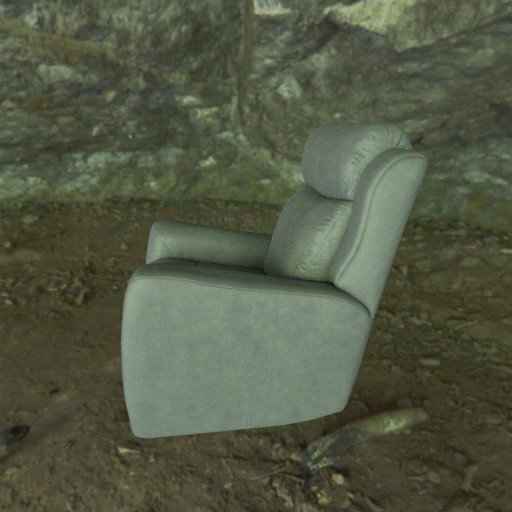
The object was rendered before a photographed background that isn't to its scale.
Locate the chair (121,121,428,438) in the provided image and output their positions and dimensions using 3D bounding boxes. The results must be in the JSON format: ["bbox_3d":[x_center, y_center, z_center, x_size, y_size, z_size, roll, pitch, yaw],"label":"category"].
[{"bbox_3d":[0.000,0.000,1.933,1.068,1.116,0.967,-2,16,-8],"label":"chair"}]
